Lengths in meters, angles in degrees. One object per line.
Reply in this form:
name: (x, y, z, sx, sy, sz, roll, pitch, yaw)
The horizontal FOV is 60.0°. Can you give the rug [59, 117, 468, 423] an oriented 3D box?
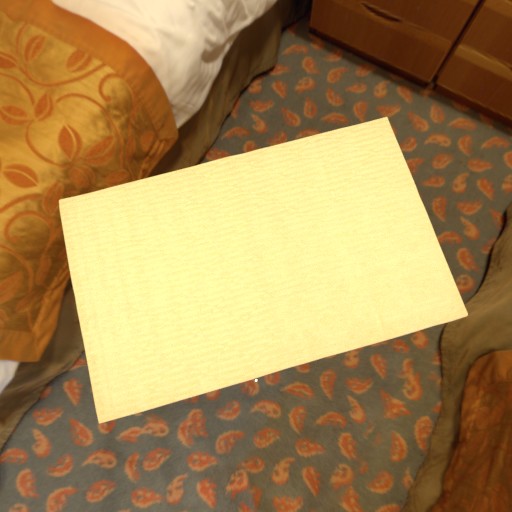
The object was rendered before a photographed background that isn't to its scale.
rug: (0.000, 0.000, 2.980, 2.441, 0.014, 1.531, -15, 75, -4)
